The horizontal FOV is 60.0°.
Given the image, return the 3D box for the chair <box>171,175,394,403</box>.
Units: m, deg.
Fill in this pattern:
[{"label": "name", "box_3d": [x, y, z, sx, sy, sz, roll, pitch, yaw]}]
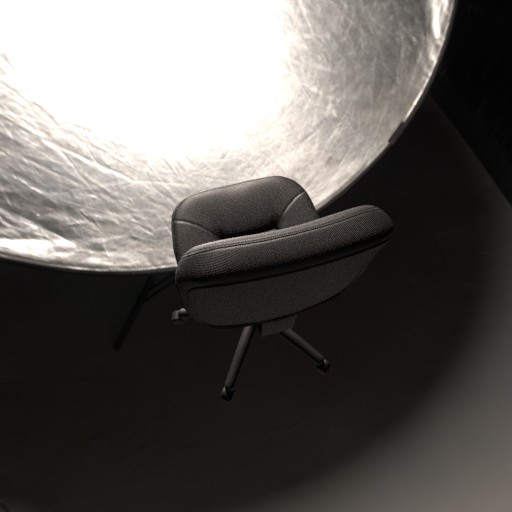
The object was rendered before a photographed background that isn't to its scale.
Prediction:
[{"label": "chair", "box_3d": [0.000, 0.000, 1.368, 0.647, 0.959, 0.646, -14, 59, -9]}]
